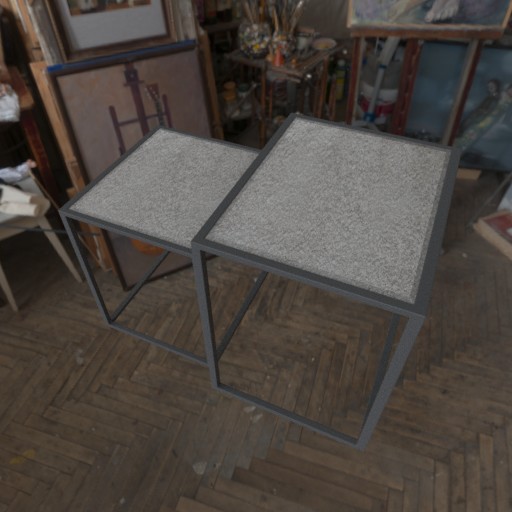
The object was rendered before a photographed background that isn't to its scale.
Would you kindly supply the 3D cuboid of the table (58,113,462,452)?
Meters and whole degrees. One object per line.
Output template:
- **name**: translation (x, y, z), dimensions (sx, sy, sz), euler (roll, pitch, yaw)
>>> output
- **table**: translation (0.000, 0.000, 1.138), dimensions (0.788, 0.540, 0.508), euler (18, 48, 16)
